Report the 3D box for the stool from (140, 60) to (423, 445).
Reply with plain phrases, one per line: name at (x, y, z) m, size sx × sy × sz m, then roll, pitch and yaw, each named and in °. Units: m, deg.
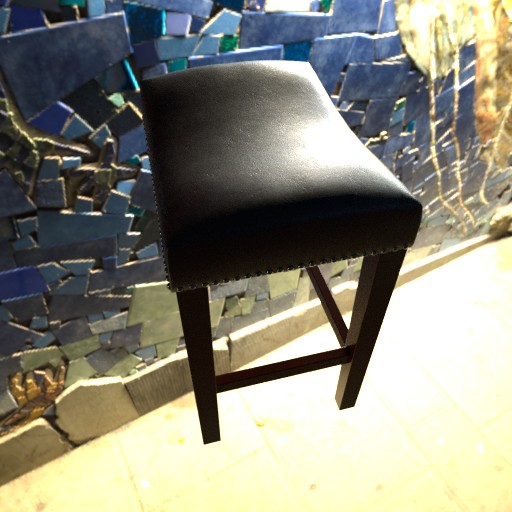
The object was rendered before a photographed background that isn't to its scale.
stool at (0.000, 0.000, 0.961) m, size 0.372 × 0.657 × 0.504 m, roll -10°, pitch 47°, yaw -10°
